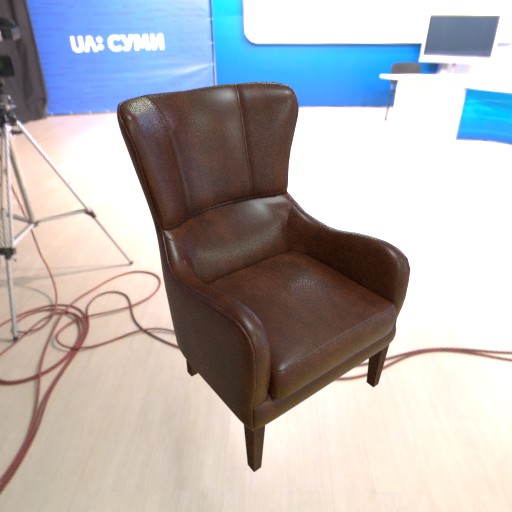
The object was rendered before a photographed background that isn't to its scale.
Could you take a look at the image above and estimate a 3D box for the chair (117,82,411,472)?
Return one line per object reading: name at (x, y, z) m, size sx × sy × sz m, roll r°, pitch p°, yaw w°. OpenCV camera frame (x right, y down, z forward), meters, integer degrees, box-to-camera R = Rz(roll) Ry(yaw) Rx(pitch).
chair at (0.000, 0.000, 1.607) m, size 0.692 × 1.048 × 0.914 m, roll -21°, pitch 37°, yaw -31°
